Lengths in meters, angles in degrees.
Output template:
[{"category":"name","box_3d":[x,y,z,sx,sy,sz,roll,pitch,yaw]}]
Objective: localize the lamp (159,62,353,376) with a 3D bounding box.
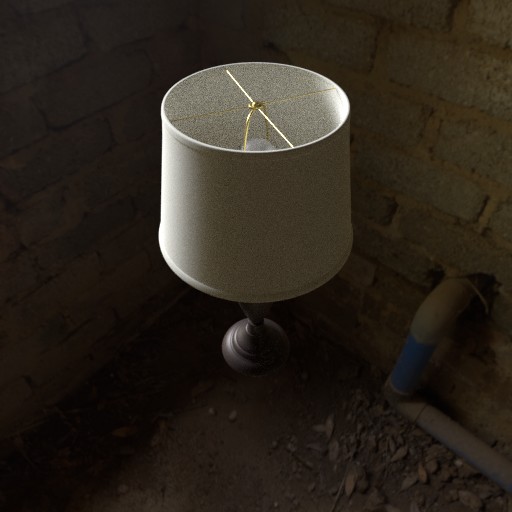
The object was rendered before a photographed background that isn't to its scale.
[{"category":"lamp","box_3d":[0.000,0.000,0.827,0.335,0.611,0.335,0,46,0]}]
